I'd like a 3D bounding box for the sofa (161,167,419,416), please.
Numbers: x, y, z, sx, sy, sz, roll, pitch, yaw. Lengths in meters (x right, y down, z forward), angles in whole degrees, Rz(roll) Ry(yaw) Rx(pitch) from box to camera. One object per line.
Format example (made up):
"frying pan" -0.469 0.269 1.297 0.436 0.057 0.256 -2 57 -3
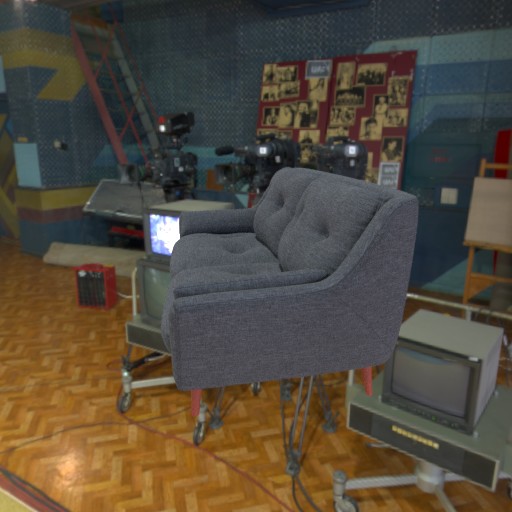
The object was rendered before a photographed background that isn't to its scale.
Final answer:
"sofa" 0.000 0.000 2.456 0.975 0.896 1.929 -2 15 -8
